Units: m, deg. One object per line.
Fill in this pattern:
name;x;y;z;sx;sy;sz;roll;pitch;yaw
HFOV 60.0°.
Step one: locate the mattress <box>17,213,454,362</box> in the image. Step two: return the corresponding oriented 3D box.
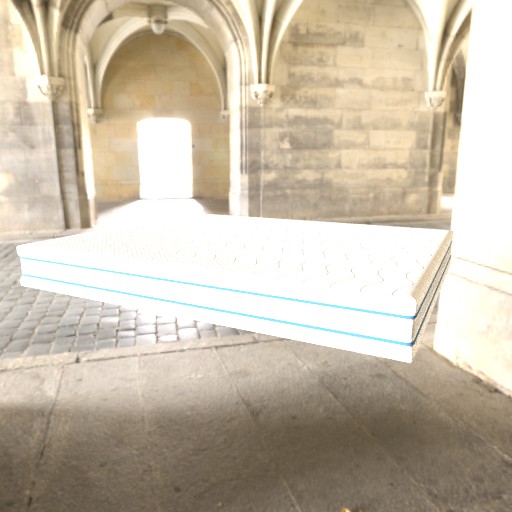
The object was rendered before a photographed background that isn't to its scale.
mattress;0.000;0.000;2.584;2.000;0.230;1.600;6;14;27
